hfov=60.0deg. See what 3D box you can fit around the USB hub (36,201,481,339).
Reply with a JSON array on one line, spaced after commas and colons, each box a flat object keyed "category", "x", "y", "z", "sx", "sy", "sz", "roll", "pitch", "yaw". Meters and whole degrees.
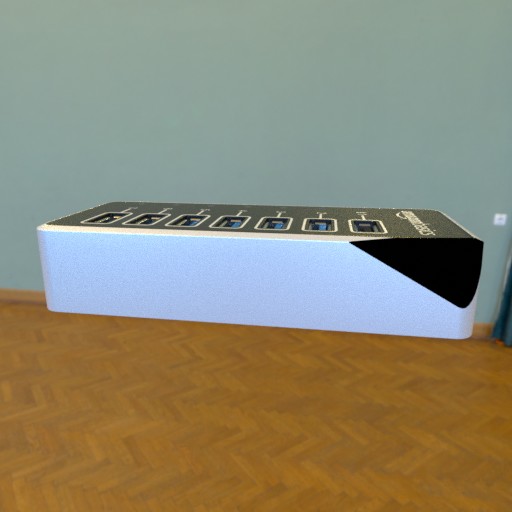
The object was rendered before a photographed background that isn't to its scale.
[{"category": "USB hub", "x": 0.000, "y": 0.000, "z": 0.128, "sx": 0.110, "sy": 0.023, "sz": 0.044, "roll": 3, "pitch": 16, "yaw": 9}]
